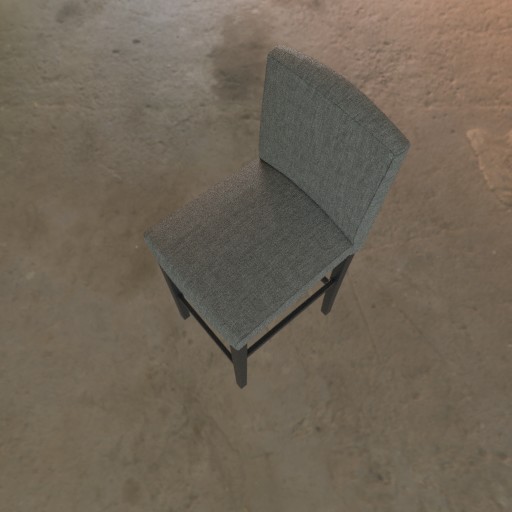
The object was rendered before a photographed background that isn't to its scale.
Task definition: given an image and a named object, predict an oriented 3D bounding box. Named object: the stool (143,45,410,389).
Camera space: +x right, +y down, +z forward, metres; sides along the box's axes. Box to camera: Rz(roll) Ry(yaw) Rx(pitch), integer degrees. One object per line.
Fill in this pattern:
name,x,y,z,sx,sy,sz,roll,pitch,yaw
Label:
stool,0.000,0.000,1.455,0.552,1.138,0.451,-37,69,-17
